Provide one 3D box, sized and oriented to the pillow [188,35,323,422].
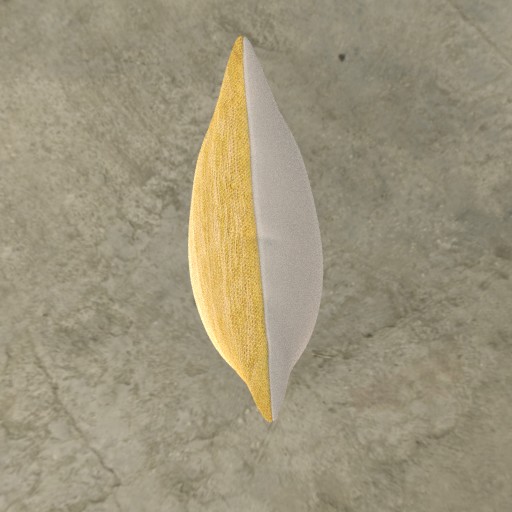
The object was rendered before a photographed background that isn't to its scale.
[{"bbox_3d":[0.000,0.000,0.703,0.211,0.450,0.450,-4,76,-1],"label":"pillow"}]
